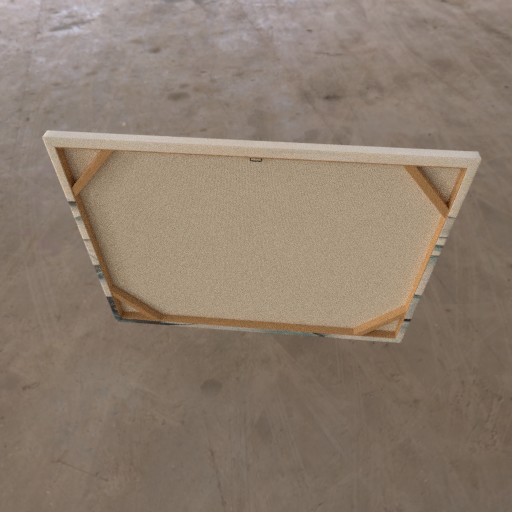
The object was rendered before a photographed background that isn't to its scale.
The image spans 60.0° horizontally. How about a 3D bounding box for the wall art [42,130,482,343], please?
[{"bbox_3d":[0.000,0.000,1.568,1.219,0.915,0.039,4,47,3],"label":"wall art"}]
